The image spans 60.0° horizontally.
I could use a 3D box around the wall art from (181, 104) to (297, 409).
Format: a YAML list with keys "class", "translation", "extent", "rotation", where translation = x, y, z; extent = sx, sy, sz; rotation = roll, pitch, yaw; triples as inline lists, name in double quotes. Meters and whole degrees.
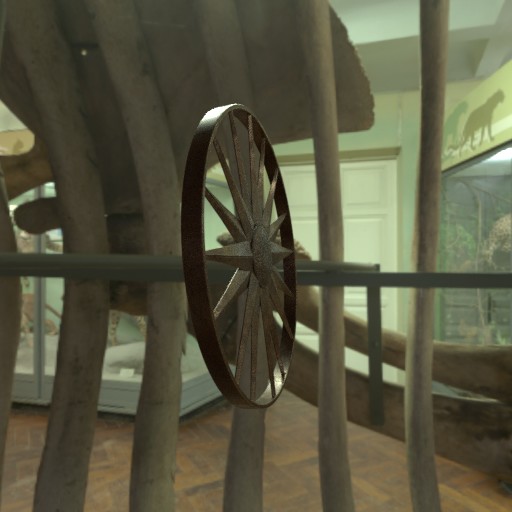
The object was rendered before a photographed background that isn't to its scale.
- class: "wall art"
  translation: [0.000, 0.000, 0.891]
  extent: [0.084, 0.583, 0.582]
  rotation: [0, 0, 18]
